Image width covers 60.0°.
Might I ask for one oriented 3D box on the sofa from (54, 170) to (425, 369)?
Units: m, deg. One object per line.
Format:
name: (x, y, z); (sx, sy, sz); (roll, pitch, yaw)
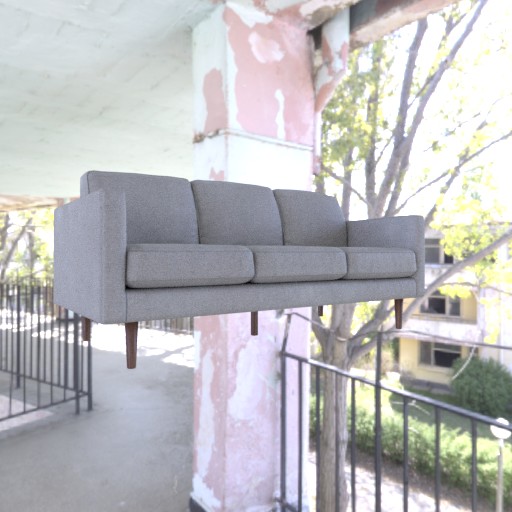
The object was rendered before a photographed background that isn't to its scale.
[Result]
sofa: (0.000, 0.000, 2.548); (1.983, 0.918, 0.944); (0, 0, -35)
